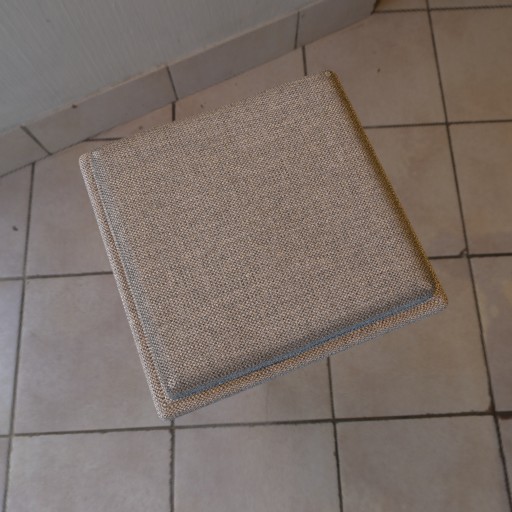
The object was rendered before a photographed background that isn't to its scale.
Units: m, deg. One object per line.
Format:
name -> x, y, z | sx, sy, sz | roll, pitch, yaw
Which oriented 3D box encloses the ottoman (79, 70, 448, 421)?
ottoman -> 0.000, 0.000, 0.848 | 0.454, 0.487, 0.436 | -21, 77, -5
